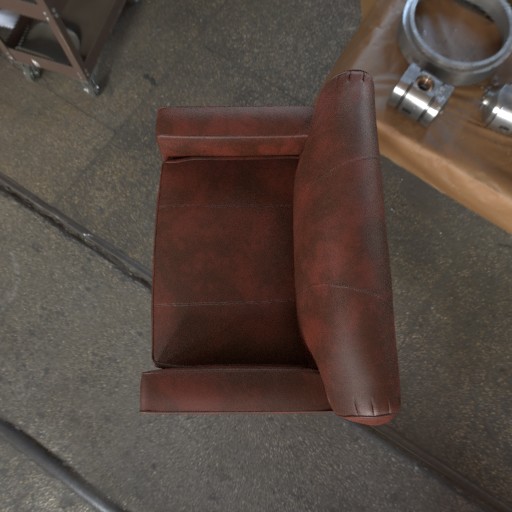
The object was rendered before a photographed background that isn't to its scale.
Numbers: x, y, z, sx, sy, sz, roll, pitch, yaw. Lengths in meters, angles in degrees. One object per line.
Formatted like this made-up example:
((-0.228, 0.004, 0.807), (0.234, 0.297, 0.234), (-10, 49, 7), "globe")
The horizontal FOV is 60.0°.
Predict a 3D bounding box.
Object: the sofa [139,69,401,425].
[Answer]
((0.000, 0.000, 2.059), (1.000, 0.956, 1.413), (0, 75, 0), "sofa")
